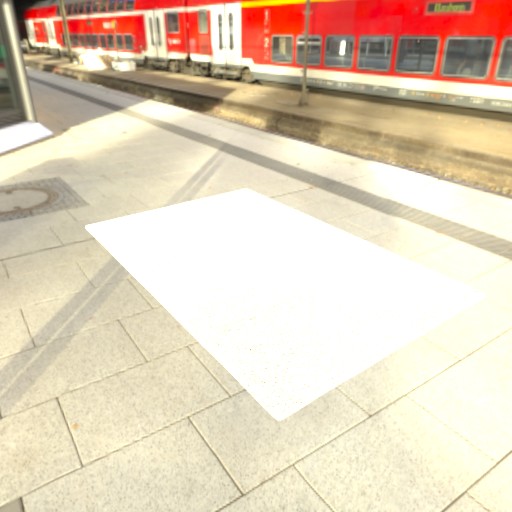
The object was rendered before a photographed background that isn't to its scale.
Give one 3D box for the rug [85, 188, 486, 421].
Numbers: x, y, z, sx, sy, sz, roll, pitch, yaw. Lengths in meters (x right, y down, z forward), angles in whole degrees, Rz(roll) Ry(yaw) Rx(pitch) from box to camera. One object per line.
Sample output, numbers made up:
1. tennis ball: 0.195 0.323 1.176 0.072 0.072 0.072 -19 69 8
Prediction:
1. rug: 0.000 0.000 3.442 1.778 0.030 2.743 -19 32 -32
